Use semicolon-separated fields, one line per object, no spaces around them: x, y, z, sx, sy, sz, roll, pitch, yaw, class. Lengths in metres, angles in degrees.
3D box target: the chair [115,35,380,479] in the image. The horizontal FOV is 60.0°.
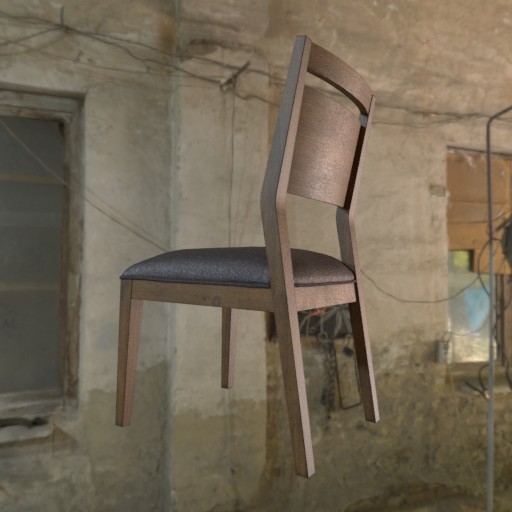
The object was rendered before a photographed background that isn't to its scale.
0.000;0.000;1.266;0.610;0.939;0.501;-1;-2;35;chair
